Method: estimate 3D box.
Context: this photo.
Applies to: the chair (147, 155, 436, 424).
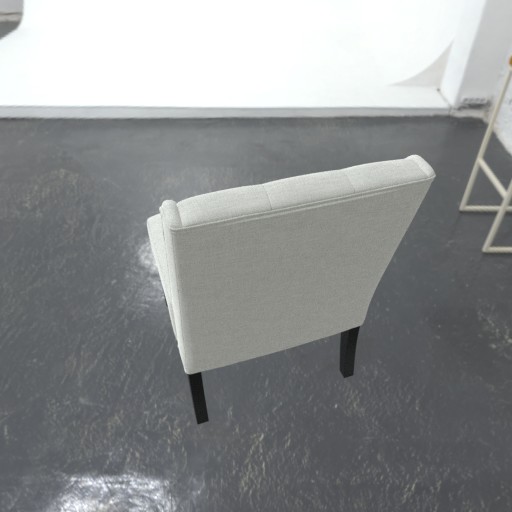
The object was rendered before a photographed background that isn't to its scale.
[{"bbox_3d":[0.000,0.000,1.331,0.569,0.853,0.676,-13,42,-15],"label":"chair"}]
